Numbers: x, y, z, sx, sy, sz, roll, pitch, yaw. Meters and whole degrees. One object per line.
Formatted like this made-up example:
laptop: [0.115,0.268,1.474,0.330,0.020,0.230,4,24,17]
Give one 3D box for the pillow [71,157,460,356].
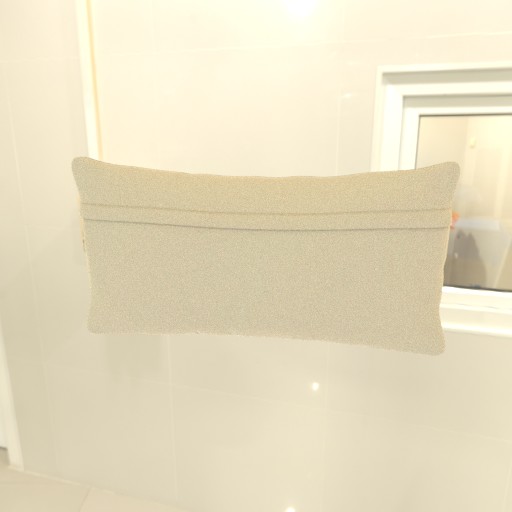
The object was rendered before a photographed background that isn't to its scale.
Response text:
pillow: [0.000,0.000,0.709,0.604,0.307,0.148,2,15,8]
